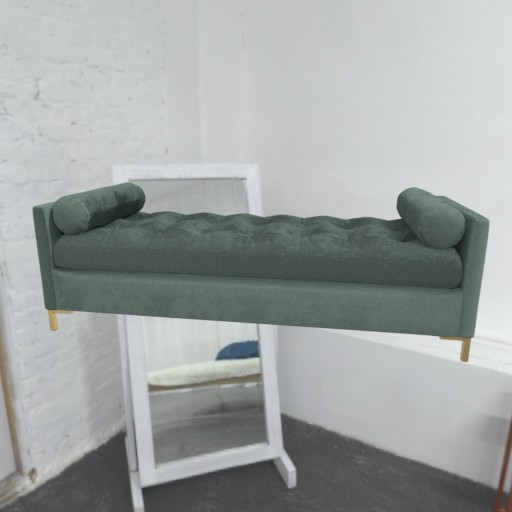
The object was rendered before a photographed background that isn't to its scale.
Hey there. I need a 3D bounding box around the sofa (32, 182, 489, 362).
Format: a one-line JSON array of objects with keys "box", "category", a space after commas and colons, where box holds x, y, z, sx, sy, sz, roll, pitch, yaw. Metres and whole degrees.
[{"box": [0.000, 0.000, 2.414, 2.102, 0.705, 0.796, 2, 15, 9], "category": "sofa"}]
